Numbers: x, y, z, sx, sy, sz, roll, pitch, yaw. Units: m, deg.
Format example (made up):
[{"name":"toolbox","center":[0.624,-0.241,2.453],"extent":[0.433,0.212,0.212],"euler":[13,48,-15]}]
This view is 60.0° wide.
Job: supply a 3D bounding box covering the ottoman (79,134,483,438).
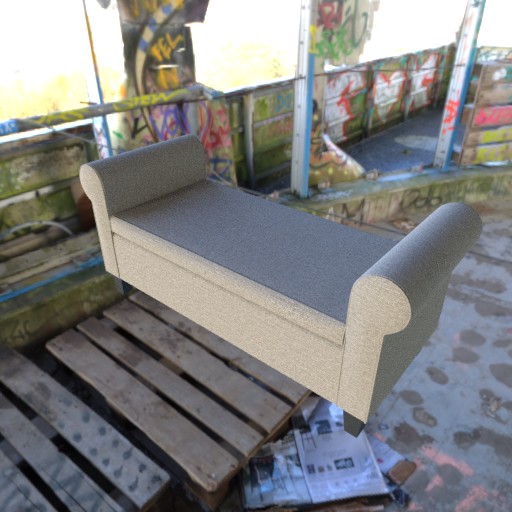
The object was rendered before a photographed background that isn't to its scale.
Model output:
[{"name":"ottoman","center":[0.000,0.000,1.543],"extent":[1.256,0.547,0.521],"euler":[23,38,33]}]
